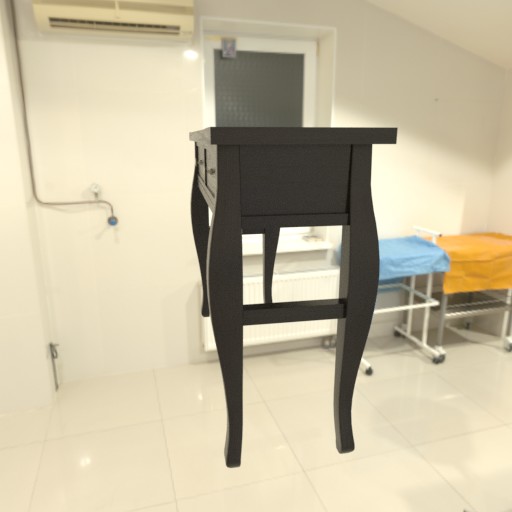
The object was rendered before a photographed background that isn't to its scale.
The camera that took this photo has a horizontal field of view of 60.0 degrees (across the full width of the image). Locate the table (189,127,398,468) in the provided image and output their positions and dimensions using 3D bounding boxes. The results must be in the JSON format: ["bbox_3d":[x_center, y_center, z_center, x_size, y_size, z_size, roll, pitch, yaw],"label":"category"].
[{"bbox_3d":[0.000,0.000,1.415,0.373,0.768,1.062,-3,15,-10],"label":"table"}]
